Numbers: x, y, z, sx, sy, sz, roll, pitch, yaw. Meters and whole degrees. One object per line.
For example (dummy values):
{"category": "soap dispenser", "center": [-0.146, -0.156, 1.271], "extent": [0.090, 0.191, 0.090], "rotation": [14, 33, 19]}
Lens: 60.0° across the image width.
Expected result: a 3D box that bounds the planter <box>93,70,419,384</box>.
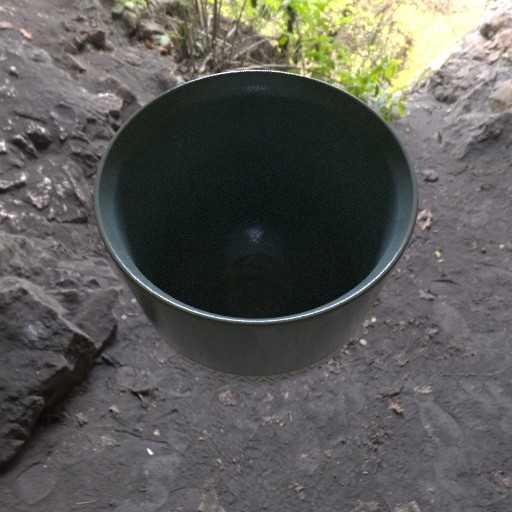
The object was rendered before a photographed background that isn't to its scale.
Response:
{"category": "planter", "center": [0.000, 0.000, 0.483], "extent": [0.266, 0.270, 0.266], "rotation": [0, 60, 0]}
